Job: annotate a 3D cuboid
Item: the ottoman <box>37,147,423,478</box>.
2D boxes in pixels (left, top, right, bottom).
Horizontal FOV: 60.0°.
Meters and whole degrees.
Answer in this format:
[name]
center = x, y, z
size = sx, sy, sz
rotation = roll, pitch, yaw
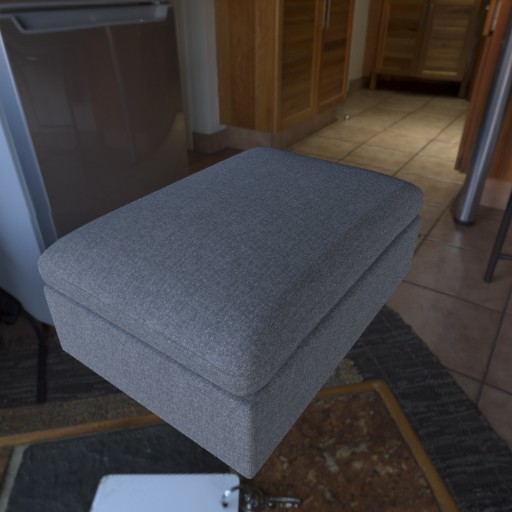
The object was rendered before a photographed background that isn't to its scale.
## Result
[ottoman]
center = 0.000, 0.000, 1.405
size = 0.711, 0.483, 1.041
rotation = 21, 38, 29
